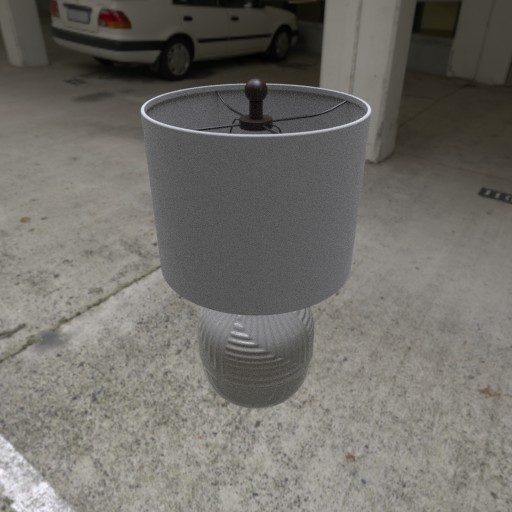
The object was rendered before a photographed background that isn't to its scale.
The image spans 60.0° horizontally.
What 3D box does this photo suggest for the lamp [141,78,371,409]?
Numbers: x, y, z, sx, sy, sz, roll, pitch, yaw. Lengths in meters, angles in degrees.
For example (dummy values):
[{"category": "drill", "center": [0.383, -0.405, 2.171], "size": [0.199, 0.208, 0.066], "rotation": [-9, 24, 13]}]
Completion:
[{"category": "lamp", "center": [0.000, 0.000, 0.752], "size": [0.318, 0.567, 0.318], "rotation": [0, 31, 0]}]
